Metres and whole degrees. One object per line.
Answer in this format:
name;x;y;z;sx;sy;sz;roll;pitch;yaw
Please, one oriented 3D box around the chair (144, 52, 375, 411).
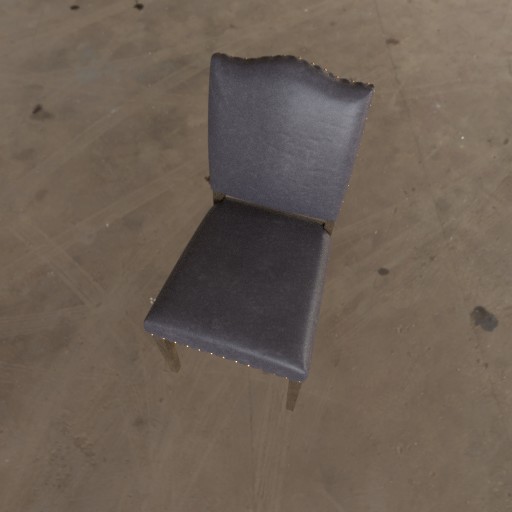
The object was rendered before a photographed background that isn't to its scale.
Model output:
chair;0.000;0.000;1.378;0.500;0.991;0.633;16;60;9
